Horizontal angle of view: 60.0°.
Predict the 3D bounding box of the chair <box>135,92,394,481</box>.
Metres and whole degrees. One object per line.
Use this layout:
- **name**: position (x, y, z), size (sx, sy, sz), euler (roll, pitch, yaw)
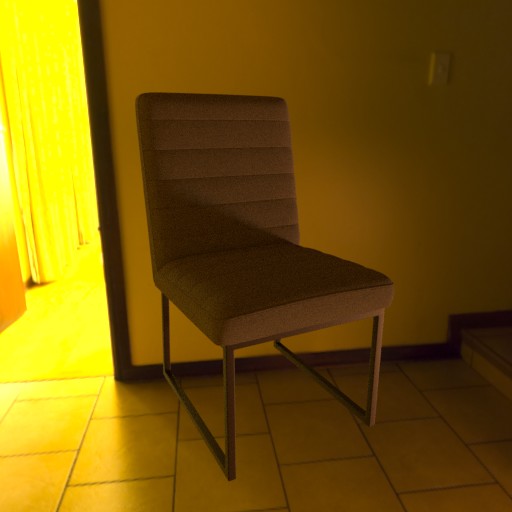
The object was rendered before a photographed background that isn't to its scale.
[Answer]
- **chair**: position (0.000, 0.000, 1.307), size (0.520, 0.930, 0.634), euler (-8, 18, -26)
